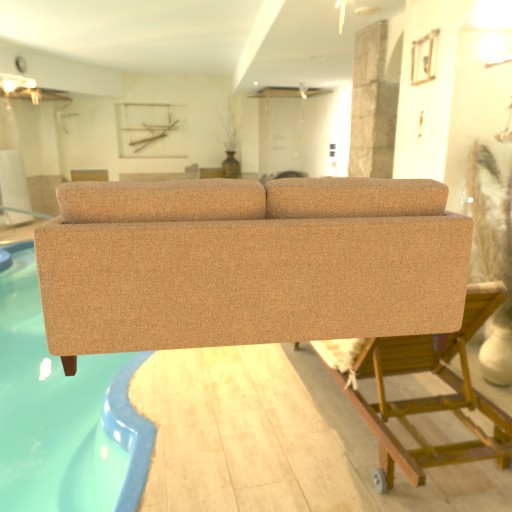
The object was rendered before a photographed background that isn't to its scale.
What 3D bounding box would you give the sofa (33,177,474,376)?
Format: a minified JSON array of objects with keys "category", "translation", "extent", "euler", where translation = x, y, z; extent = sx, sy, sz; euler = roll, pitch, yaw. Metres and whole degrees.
[{"category":"sofa","translation":[0.000,0.000,2.667],"extent":[2.208,0.965,0.951],"euler":[-2,14,-8]}]
